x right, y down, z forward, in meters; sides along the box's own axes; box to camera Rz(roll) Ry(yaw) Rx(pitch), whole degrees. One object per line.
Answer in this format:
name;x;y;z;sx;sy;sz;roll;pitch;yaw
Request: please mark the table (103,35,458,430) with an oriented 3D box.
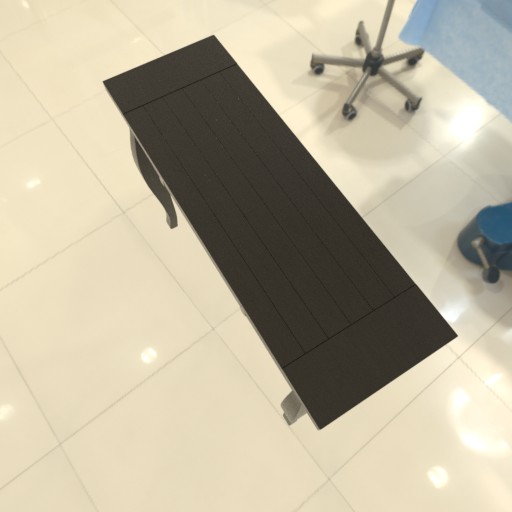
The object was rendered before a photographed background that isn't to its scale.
table;0.000;0.000;1.437;0.373;0.768;1.062;-29;69;-12
